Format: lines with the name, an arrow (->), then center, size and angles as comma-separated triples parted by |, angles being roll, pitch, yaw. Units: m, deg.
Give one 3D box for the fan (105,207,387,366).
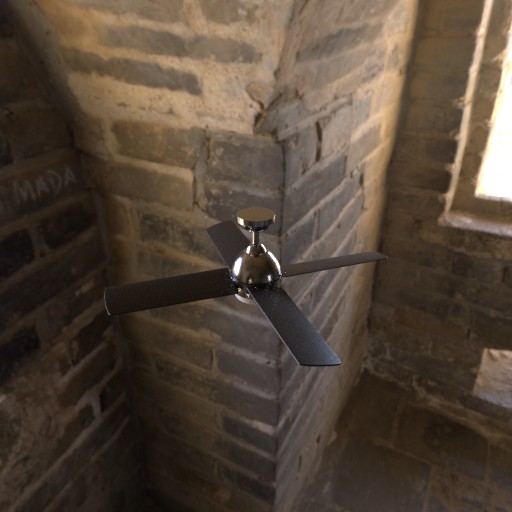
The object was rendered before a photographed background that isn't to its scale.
fan -> 0.000, 0.000, 1.998 | 1.332, 0.403, 1.332 | -9, 28, -17
